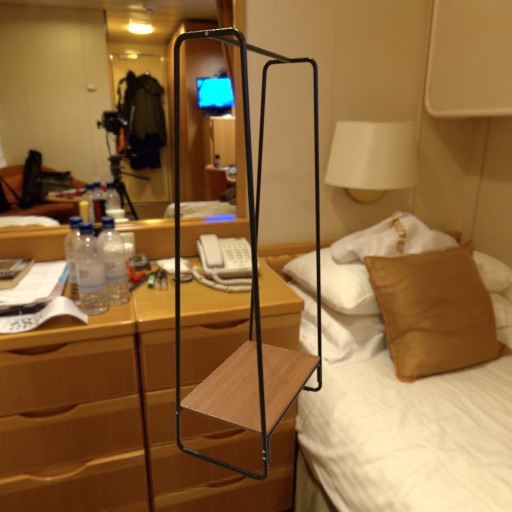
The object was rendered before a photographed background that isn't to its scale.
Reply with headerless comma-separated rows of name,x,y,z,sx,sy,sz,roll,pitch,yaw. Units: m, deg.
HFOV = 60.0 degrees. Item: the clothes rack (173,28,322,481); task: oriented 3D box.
clothes rack,0.000,0.000,1.737,0.400,1.500,0.640,8,18,25
